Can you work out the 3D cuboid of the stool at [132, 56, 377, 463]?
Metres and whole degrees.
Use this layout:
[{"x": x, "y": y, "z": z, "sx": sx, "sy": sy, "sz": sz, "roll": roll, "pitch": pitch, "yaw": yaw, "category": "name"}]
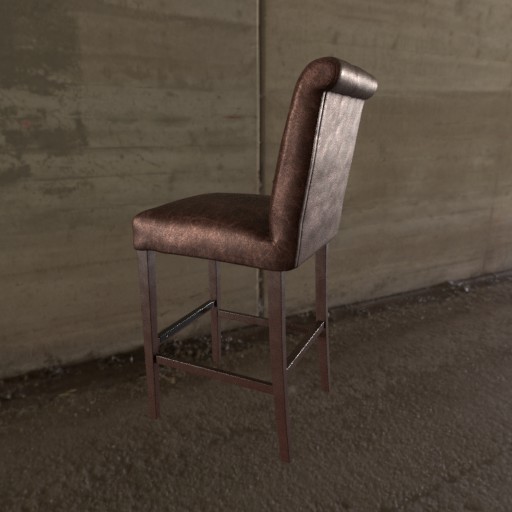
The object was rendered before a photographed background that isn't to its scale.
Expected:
[{"x": 0.000, "y": 0.000, "z": 1.502, "sx": 0.659, "sy": 1.168, "sz": 0.483, "roll": 8, "pitch": 18, "yaw": 24, "category": "stool"}]
